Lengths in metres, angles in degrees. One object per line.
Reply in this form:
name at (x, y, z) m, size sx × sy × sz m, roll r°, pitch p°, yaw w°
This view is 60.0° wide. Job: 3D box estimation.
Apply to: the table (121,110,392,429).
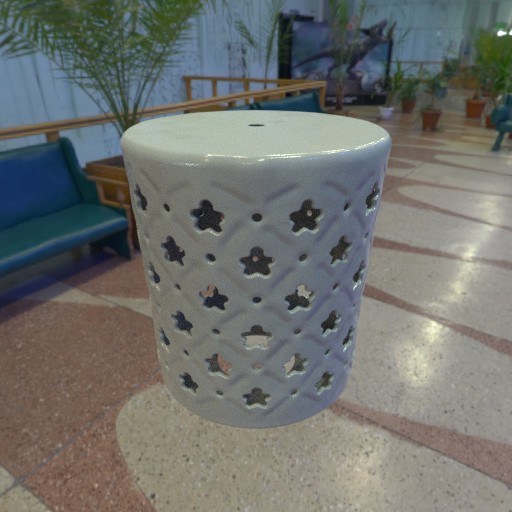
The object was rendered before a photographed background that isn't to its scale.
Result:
table at (0.000, 0.000, 0.673) m, size 0.352 × 0.387 × 0.352 m, roll 0°, pitch 25°, yaw 0°
